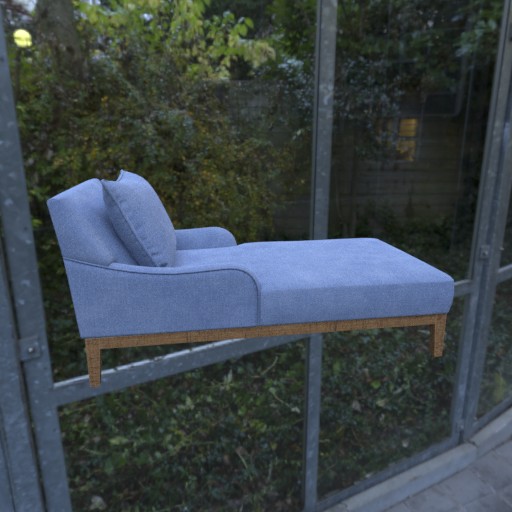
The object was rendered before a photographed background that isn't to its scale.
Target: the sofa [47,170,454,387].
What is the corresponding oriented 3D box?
[{"bbox_3d":[0.000,0.000,2.350,1.779,0.883,0.904,-3,15,-9],"label":"sofa"}]
